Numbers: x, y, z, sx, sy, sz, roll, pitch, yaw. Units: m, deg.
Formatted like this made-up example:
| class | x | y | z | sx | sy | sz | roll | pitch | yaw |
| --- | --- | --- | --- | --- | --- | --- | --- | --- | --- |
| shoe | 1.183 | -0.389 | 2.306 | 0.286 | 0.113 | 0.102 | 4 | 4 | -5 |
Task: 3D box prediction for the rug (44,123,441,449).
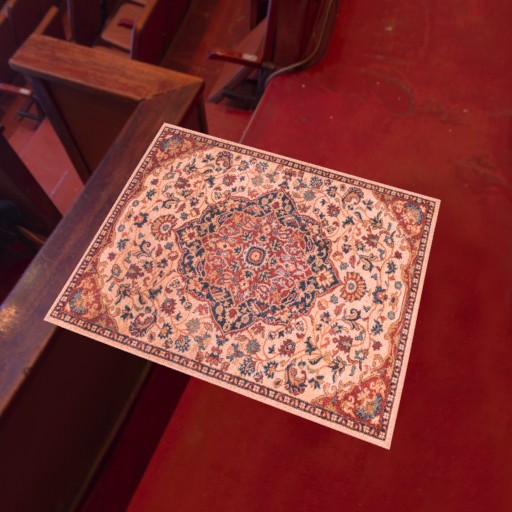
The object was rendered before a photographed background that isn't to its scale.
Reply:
| class | x | y | z | sx | sy | sz | roll | pitch | yaw |
| --- | --- | --- | --- | --- | --- | --- | --- | --- | --- |
| rug | 0.000 | 0.000 | 4.166 | 3.067 | 0.005 | 2.454 | 18 | 64 | 9 |
